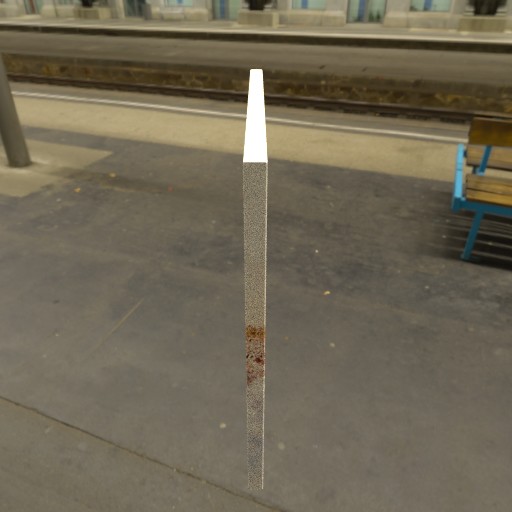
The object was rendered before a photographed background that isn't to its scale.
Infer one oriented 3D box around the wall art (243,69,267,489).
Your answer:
[{"bbox_3d":[0.000,0.000,1.305,0.038,0.889,0.889,0,31,0],"label":"wall art"}]
